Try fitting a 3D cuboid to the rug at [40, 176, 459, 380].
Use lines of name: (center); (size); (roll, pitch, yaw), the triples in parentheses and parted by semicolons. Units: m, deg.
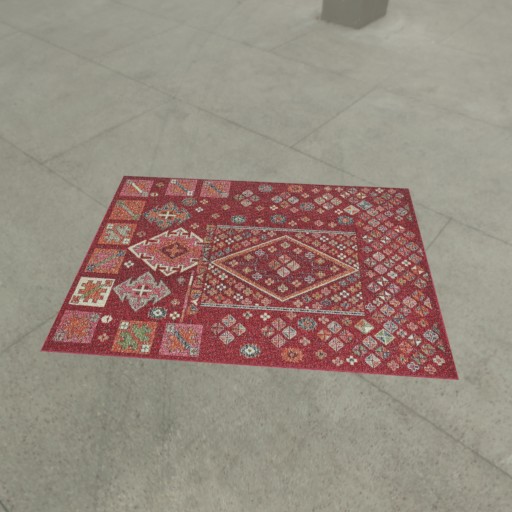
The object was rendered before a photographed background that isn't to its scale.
rug: (0.000, 0.000, 2.847); (2.184, 0.007, 1.579); (3, 46, 3)
